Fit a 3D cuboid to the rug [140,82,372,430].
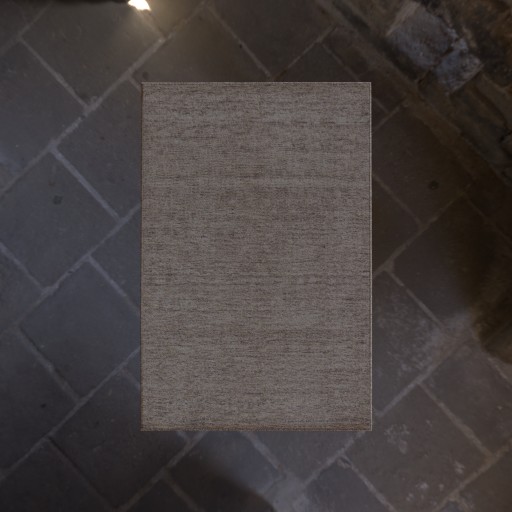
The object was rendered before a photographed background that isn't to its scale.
[{"bbox_3d":[0.000,0.000,2.324,1.211,0.018,1.822,0,90,0],"label":"rug"}]
